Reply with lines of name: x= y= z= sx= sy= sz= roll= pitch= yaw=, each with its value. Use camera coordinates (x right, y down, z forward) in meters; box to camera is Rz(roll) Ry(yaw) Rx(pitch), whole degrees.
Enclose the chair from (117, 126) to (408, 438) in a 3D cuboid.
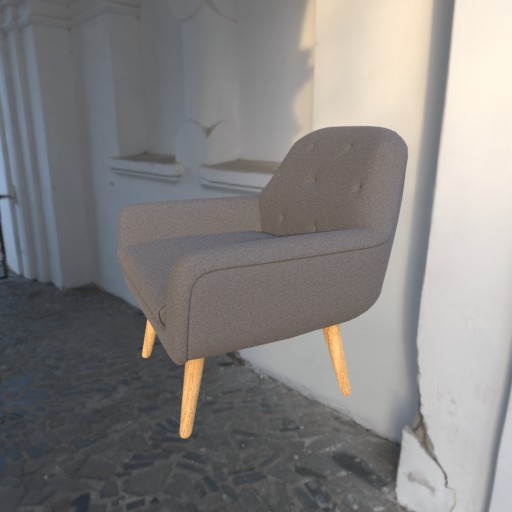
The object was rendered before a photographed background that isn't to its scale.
chair: x=0.000 y=0.000 z=1.416 sx=0.779 sy=0.800 sz=0.770 roll=-7 pitch=17 yaw=-25
